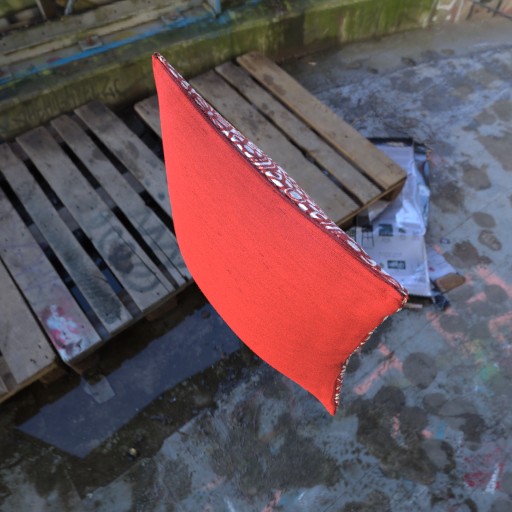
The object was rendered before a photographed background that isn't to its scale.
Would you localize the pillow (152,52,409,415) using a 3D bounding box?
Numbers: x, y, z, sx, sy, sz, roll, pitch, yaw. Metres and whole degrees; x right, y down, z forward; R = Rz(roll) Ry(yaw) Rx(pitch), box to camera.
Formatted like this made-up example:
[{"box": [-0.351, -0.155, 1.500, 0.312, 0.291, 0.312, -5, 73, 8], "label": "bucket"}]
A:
[{"box": [0.000, 0.000, 0.647, 0.162, 0.419, 0.438, -32, 63, -19], "label": "pillow"}]
